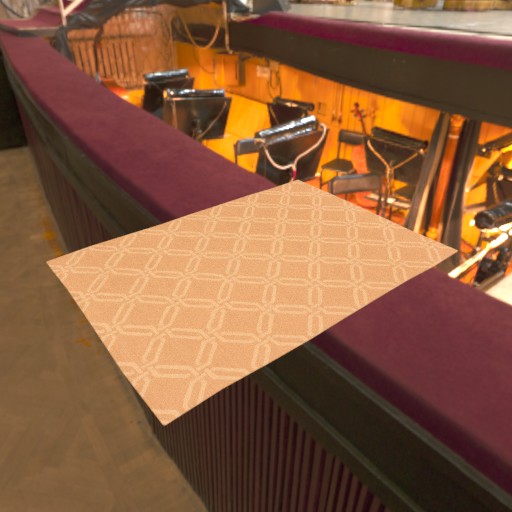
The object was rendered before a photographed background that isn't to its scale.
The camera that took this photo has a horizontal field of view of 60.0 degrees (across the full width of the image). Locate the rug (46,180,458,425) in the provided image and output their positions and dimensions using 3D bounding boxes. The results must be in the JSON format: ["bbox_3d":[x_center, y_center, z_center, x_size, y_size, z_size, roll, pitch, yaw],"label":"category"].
[{"bbox_3d":[0.000,0.000,2.790,2.135,0.013,1.524,-23,39,-32],"label":"rug"}]
